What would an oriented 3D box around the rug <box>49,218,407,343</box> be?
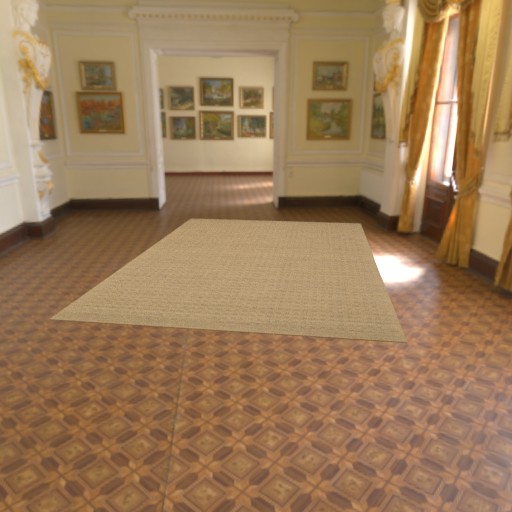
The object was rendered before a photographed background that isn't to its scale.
[{"bbox_3d":[0.000,0.000,3.781,1.981,0.006,2.895,2,17,8],"label":"rug"}]
